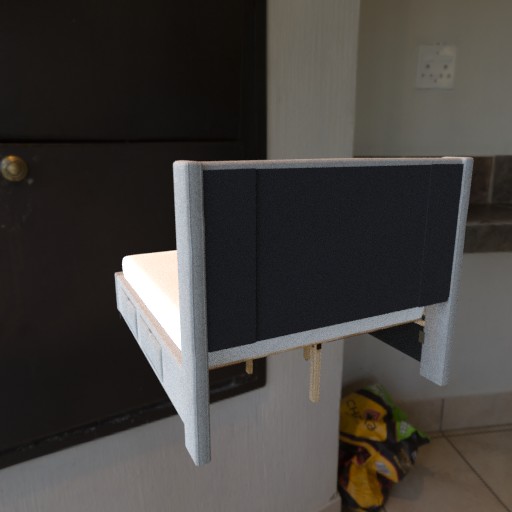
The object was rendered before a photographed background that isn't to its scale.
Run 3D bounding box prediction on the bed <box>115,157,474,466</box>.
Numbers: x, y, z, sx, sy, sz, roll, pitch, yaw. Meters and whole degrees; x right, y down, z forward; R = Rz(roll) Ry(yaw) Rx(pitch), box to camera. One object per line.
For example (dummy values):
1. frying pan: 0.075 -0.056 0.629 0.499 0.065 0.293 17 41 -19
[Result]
1. bed: 0.000 0.000 3.359 1.774 1.491 2.222 -7 15 -26
